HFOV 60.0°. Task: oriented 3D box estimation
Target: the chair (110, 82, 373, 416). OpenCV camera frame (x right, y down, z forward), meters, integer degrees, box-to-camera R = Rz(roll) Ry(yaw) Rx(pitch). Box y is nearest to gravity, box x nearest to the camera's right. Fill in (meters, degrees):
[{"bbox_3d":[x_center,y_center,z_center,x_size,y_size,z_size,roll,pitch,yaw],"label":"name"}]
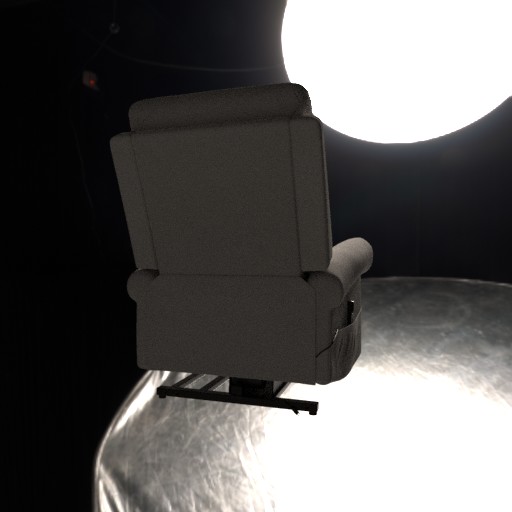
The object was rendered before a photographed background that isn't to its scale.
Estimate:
[{"bbox_3d":[0.000,0.000,1.772,0.871,1.031,0.979,0,0,18],"label":"chair"}]
